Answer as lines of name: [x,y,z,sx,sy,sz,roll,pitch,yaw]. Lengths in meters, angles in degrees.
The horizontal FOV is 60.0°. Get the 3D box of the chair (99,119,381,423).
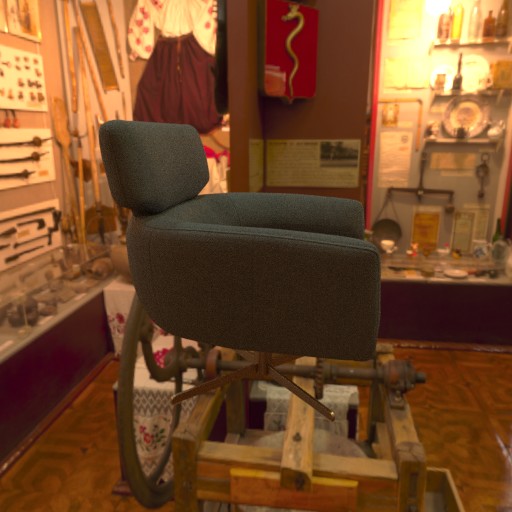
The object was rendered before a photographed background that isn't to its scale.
chair: [0.000,0.000,1.400,0.761,0.813,0.738,3,15,10]
